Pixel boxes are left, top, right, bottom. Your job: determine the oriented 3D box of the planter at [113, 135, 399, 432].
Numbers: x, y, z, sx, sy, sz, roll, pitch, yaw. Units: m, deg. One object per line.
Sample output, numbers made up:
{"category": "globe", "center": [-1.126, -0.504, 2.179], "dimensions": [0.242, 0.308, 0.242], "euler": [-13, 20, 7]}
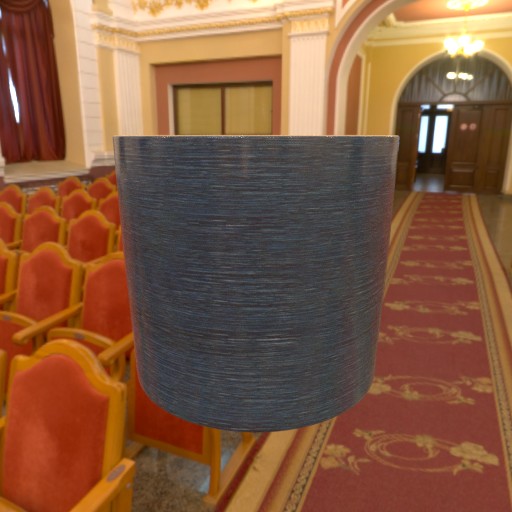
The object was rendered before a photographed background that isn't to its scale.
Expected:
{"category": "planter", "center": [0.000, 0.000, 0.385], "dimensions": [0.221, 0.201, 0.221], "euler": [0, 15, 0]}
